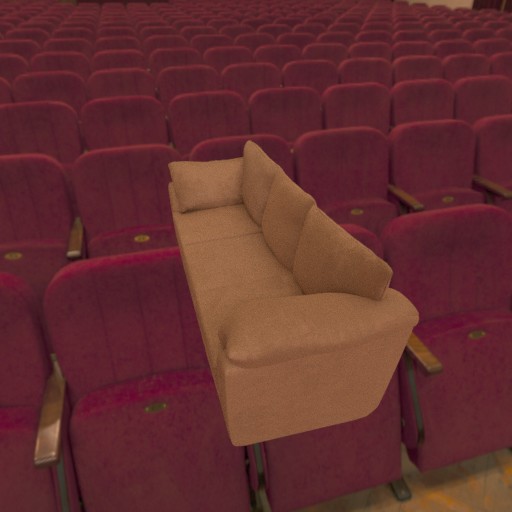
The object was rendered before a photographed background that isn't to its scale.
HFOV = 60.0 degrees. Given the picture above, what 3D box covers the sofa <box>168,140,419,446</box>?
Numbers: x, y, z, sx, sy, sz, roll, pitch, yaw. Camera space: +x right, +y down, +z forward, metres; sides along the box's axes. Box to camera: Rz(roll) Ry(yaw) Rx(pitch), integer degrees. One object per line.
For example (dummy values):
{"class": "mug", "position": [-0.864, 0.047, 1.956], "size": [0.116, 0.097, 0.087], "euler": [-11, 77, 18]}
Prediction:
{"class": "sofa", "position": [0.000, 0.000, 2.855], "size": [0.893, 0.981, 2.377], "euler": [-8, 31, -13]}
